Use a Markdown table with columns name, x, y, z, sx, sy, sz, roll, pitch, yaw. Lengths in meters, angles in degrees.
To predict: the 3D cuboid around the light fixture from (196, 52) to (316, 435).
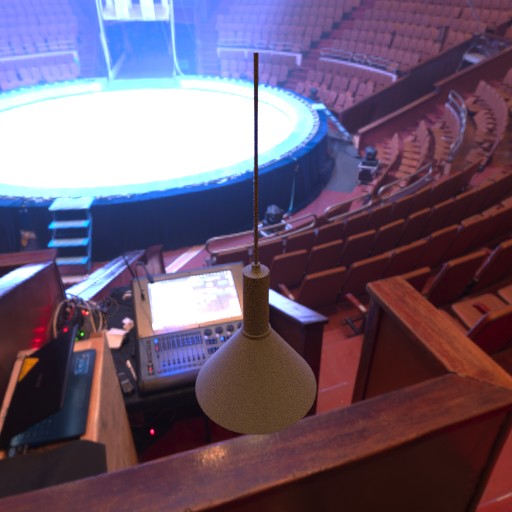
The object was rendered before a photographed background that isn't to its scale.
| name | x | y | z | sx | sy | sz | roll | pitch | yaw |
| --- | --- | --- | --- | --- | --- | --- | --- | --- | --- |
| light fixture | 0.000 | 0.000 | 0.812 | 0.267 | 0.683 | 0.267 | -11 | 33 | -17 |
